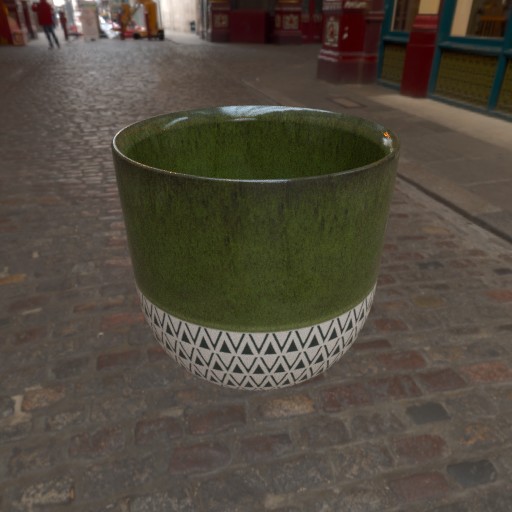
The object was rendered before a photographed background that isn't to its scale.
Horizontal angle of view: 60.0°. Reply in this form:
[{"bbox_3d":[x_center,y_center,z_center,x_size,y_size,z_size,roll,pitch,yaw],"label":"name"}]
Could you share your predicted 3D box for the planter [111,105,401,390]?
[{"bbox_3d":[0.000,0.000,0.488,0.266,0.270,0.266,0,30,0],"label":"planter"}]
